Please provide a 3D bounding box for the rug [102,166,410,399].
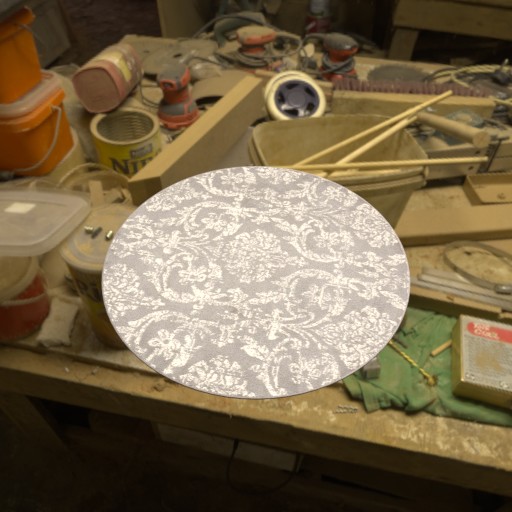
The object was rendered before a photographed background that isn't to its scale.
[{"bbox_3d":[0.000,0.000,2.348,1.593,0.012,1.593,0,47,0],"label":"rug"}]
